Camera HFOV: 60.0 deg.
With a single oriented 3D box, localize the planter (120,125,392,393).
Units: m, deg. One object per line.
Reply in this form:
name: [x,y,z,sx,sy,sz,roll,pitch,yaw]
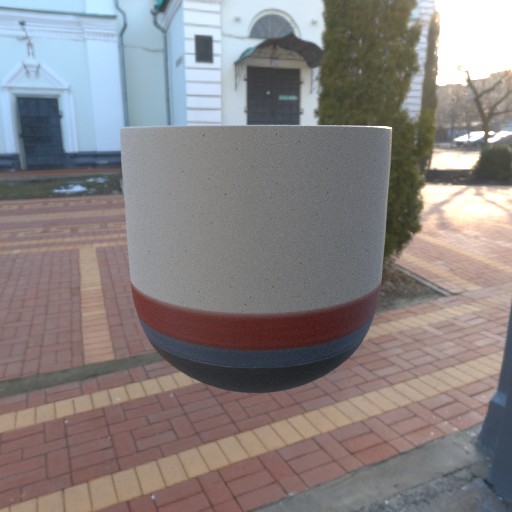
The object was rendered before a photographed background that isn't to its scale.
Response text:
planter: [0.000,0.000,0.486,0.268,0.270,0.268,0,15,0]
